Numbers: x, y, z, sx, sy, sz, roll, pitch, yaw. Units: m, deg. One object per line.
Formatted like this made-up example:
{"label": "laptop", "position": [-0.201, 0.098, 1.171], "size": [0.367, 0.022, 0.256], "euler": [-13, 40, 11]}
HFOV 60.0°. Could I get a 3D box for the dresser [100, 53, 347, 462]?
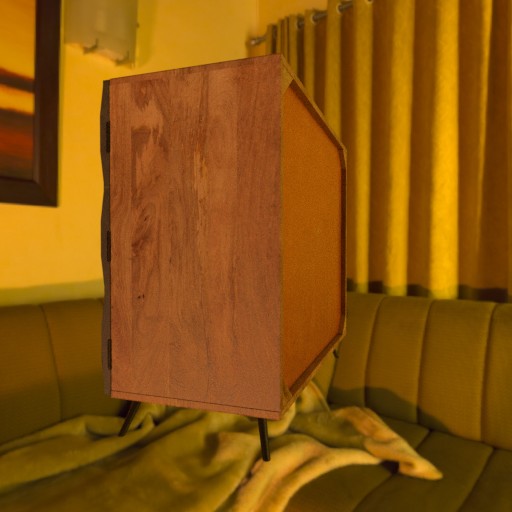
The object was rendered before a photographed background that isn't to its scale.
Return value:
{"label": "dresser", "position": [0.000, 0.000, 1.433], "size": [0.446, 0.847, 0.967], "euler": [0, 1, 19]}
